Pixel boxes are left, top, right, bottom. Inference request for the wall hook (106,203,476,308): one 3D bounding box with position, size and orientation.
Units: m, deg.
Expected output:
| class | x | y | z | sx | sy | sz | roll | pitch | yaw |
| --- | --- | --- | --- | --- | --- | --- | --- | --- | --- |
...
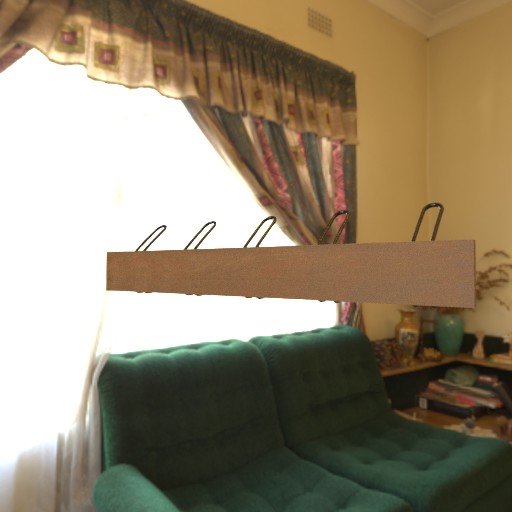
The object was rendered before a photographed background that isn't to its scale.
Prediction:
| class | x | y | z | sx | sy | sz | roll | pitch | yaw |
| --- | --- | --- | --- | --- | --- | --- | --- | --- | --- |
| wall hook | 0.000 | 0.000 | 0.607 | 0.554 | 0.116 | 0.076 | -1 | -2 | 35 |
